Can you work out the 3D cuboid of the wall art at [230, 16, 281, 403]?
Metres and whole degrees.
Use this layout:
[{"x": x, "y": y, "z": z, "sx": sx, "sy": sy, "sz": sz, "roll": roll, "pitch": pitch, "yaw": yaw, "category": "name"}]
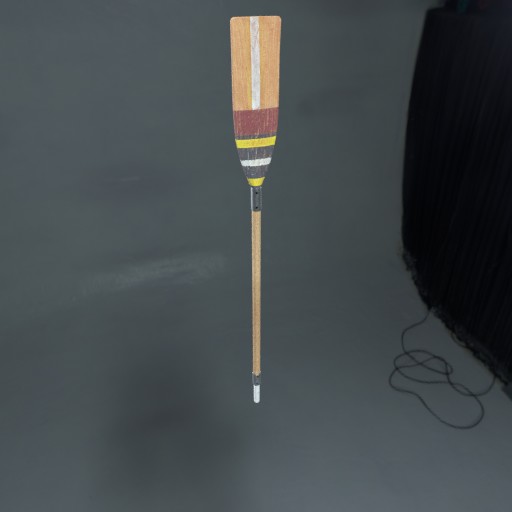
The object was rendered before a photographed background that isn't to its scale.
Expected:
[{"x": 0.000, "y": 0.000, "z": 1.634, "sx": 0.146, "sy": 1.556, "sz": 0.038, "roll": -9, "pitch": 32, "yaw": -15, "category": "wall art"}]
